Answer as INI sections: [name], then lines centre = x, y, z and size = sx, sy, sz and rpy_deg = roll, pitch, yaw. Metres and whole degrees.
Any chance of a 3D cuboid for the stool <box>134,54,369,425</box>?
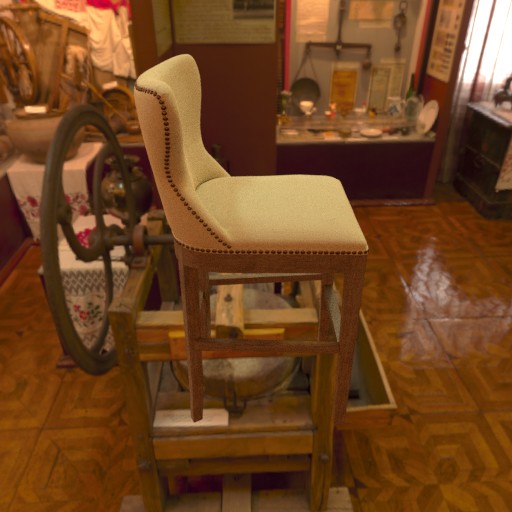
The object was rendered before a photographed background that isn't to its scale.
[stool]
centre = 0.000, 0.000, 1.408
size = 0.606, 1.123, 0.494
rpy_deg = 0, 32, -1
